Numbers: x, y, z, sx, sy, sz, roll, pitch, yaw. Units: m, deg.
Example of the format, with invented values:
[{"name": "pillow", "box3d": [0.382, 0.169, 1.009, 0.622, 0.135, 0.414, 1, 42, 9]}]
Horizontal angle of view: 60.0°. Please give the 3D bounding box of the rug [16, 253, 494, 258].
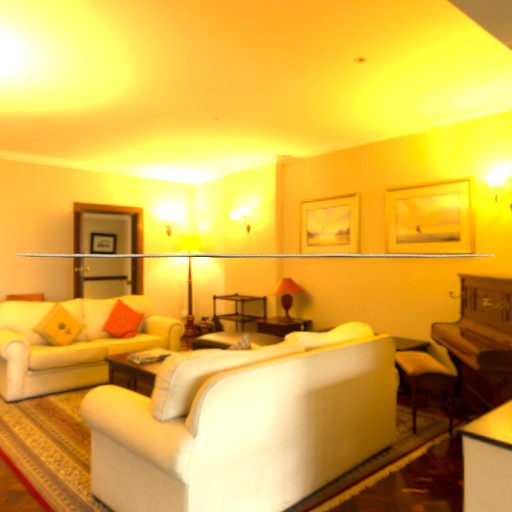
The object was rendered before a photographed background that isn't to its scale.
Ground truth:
[{"name": "rug", "box3d": [0.000, 0.000, 2.623, 2.383, 0.018, 0.857, 0, -1, -1]}]
